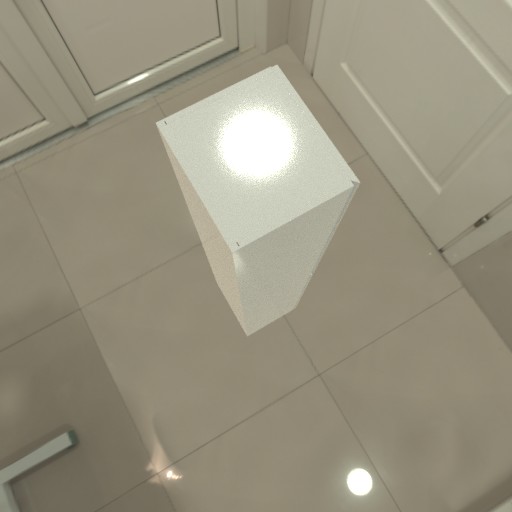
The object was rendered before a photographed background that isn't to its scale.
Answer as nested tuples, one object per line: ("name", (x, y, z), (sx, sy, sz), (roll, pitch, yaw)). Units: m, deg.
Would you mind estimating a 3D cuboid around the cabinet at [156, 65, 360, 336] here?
("cabinet", (0.000, 0.000, 1.503), (0.270, 1.400, 0.300), (-29, 76, -8))
